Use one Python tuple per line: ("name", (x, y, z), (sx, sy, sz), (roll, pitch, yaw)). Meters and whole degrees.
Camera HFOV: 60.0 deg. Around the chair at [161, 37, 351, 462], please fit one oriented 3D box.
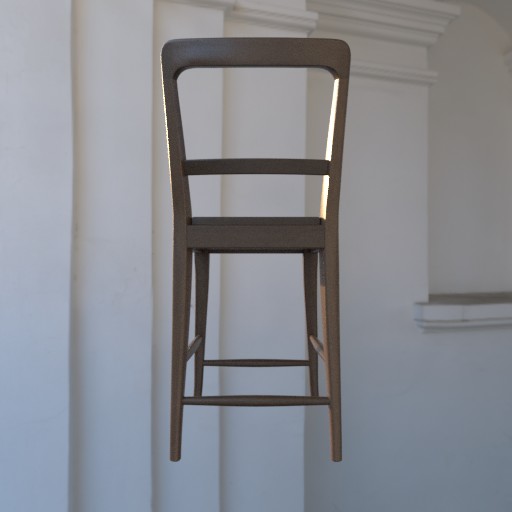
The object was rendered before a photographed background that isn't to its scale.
("chair", (0.000, 0.000, 1.257), (0.450, 0.991, 0.546), (0, -1, 0))
